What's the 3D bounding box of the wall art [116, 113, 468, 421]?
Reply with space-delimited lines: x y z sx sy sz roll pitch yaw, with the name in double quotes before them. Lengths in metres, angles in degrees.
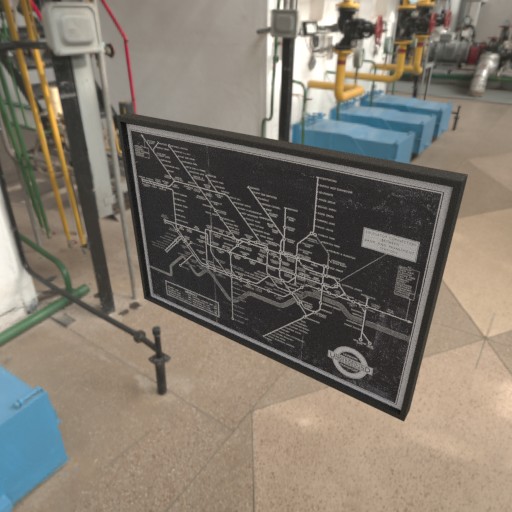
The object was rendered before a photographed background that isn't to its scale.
"wall art" 0.000 0.000 0.570 0.443 0.301 0.021 19 35 30
